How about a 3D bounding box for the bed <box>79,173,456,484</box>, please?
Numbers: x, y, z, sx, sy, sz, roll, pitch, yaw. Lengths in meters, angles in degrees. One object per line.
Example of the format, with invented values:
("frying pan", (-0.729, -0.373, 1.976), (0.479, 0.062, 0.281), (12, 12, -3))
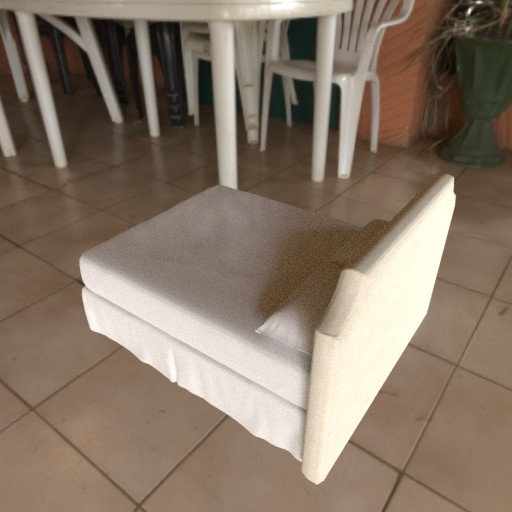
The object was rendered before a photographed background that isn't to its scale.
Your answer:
("bed", (0.000, 0.000, 3.220), (2.164, 1.297, 1.828), (21, 38, 30))
